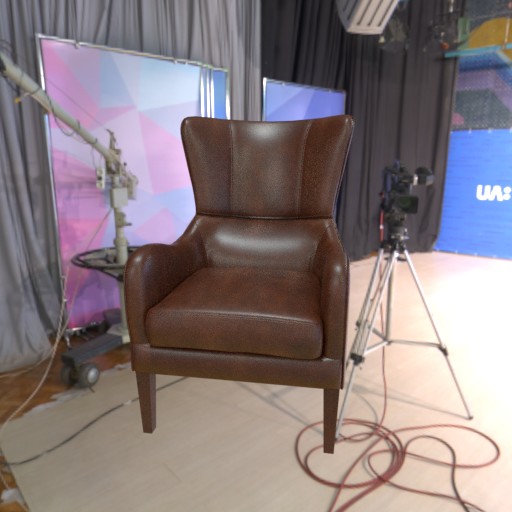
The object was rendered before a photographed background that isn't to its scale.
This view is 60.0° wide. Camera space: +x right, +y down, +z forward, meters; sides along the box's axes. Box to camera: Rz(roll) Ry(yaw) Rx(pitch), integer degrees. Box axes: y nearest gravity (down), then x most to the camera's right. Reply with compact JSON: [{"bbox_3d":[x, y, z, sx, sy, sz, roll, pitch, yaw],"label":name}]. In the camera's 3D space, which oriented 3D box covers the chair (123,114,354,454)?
[{"bbox_3d":[0.000,0.000,1.671,0.692,1.048,0.914,2,14,9],"label":"chair"}]
